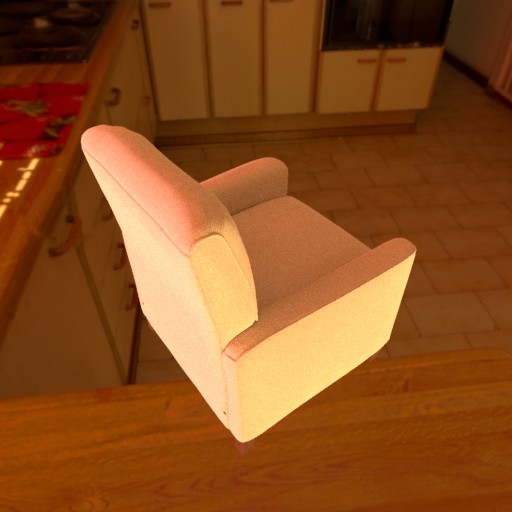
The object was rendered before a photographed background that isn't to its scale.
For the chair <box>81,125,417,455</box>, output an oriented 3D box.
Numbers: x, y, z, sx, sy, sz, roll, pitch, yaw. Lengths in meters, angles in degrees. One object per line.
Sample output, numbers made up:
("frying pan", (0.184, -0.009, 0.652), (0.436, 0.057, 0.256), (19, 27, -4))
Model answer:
("chair", (0.000, 0.000, 1.638), (0.859, 1.023, 0.845), (-26, 47, -27))
